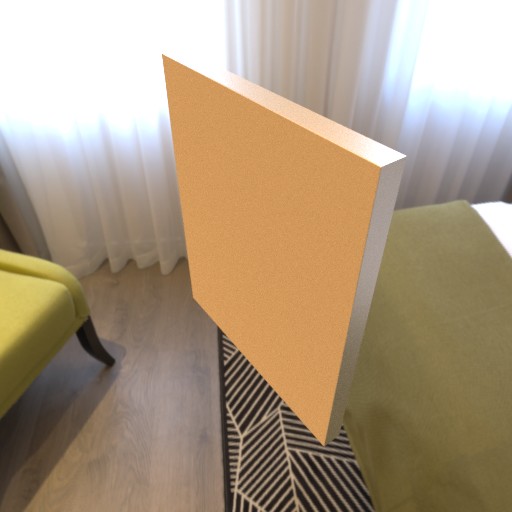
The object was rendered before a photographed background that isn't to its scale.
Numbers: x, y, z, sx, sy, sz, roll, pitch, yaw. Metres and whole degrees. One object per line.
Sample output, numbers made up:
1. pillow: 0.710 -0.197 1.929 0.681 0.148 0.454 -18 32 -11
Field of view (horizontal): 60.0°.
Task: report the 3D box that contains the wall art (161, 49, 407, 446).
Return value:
1. wall art: 0.000 0.000 0.746 0.038 0.549 0.452 -26 47 -27
